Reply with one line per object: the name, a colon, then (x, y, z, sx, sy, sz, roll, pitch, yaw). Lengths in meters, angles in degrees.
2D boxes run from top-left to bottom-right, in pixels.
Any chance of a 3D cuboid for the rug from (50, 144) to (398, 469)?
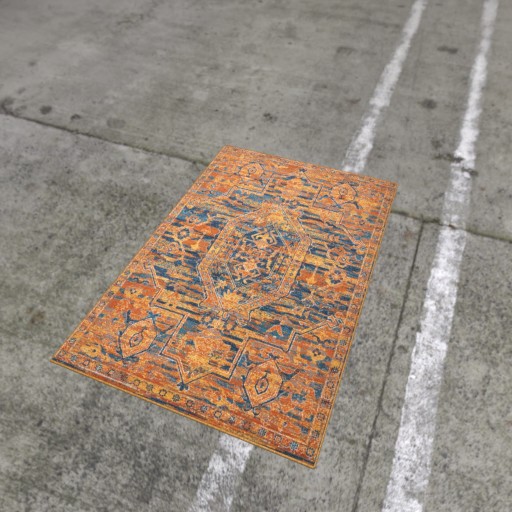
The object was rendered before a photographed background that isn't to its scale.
rug: (0.000, 0.000, 2.256, 1.148, 0.013, 1.758, 16, 49, 15)
